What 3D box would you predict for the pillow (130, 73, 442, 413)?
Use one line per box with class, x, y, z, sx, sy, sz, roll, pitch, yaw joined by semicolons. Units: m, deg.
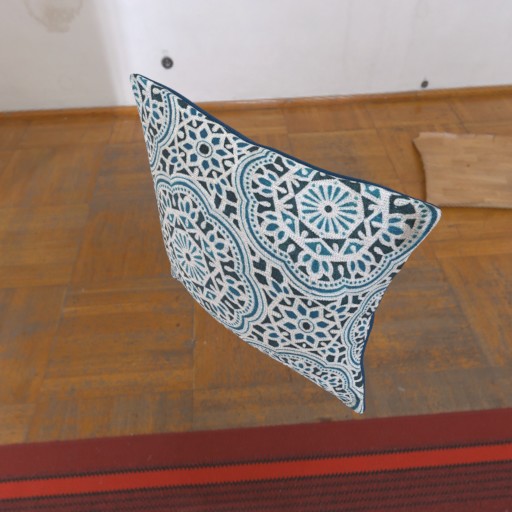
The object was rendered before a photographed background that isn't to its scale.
pillow;0.000;0.000;0.638;0.440;0.420;0.145;32;55;26
